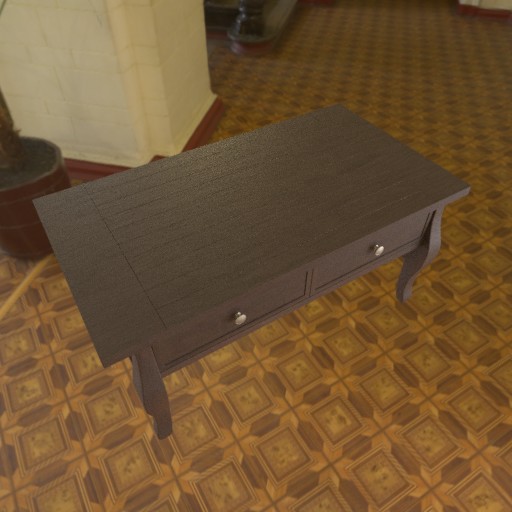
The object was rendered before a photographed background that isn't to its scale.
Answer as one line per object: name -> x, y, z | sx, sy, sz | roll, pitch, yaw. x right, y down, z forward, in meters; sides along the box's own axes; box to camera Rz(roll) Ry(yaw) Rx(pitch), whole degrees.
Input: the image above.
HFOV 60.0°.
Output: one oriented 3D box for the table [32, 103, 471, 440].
table -> 0.000, 0.000, 1.395 | 1.062, 0.494, 0.600 | -24, 50, -22
